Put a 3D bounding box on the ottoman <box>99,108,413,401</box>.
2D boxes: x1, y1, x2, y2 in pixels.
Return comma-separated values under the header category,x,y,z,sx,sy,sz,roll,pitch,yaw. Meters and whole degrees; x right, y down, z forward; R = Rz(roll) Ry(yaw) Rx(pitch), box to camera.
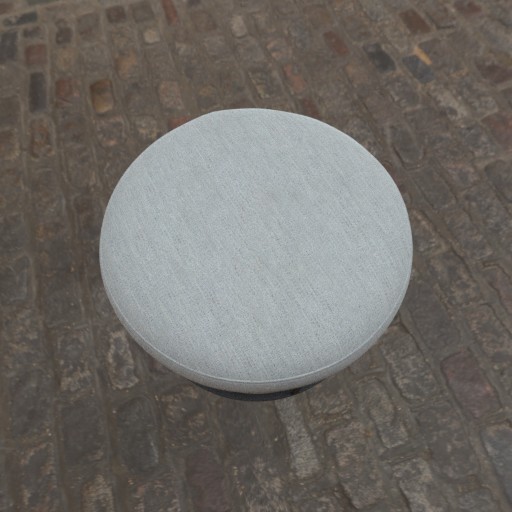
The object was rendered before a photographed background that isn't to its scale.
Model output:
category,x,y,z,sx,sy,sz,roll,pitch,yaw
ottoman,0.000,0.000,1.224,0.769,0.459,0.769,0,64,0
